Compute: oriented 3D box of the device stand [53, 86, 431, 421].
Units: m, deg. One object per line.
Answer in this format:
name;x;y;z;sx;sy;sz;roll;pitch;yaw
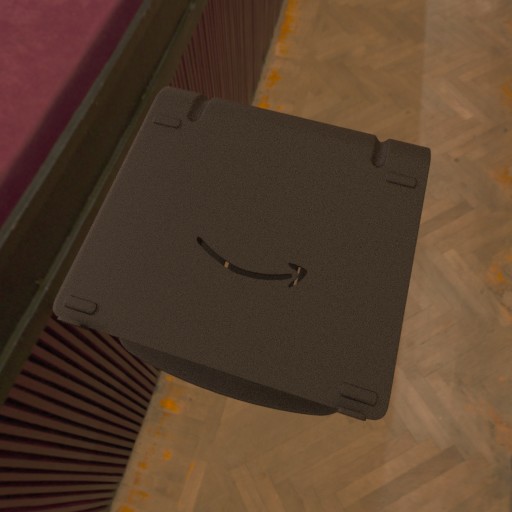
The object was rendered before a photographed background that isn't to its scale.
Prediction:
device stand;0.000;0.000;0.403;0.256;0.155;0.236;16;64;8
